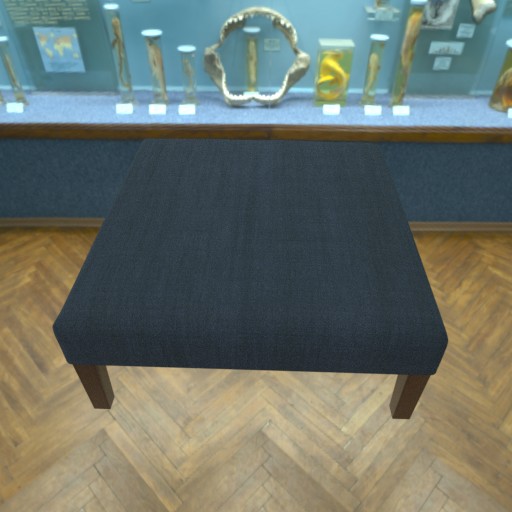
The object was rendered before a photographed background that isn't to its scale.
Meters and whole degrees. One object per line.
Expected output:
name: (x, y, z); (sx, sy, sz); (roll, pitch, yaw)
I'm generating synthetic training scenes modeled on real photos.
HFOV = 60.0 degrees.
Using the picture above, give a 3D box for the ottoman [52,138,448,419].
ottoman: (0.000, 0.000, 1.406); (0.889, 0.411, 0.890); (1, 42, 2)
